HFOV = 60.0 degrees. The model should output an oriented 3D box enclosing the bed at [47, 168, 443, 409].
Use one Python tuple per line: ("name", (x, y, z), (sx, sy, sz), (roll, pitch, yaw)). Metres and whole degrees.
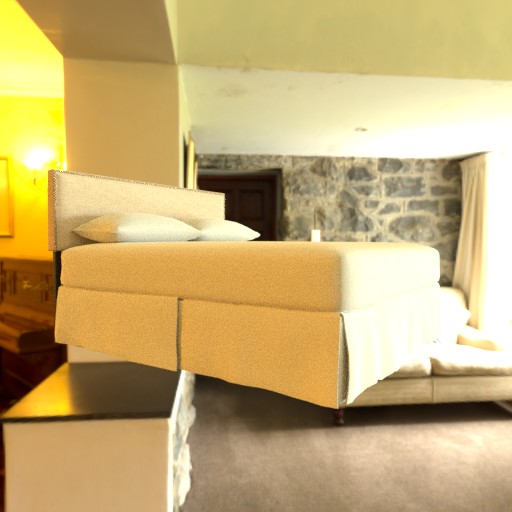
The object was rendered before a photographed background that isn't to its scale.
("bed", (0.000, 0.000, 2.705), (1.876, 1.016, 1.616), (1, 2, 35))
